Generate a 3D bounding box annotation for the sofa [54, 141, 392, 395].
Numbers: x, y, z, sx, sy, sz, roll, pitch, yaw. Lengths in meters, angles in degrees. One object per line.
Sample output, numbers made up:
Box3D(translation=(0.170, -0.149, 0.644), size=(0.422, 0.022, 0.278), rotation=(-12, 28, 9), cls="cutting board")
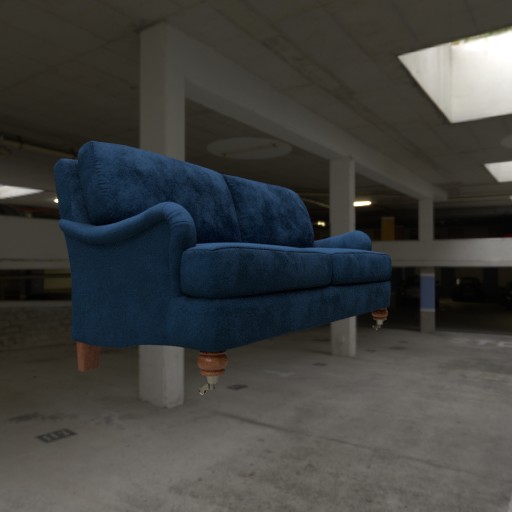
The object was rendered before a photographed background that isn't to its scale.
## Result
Box3D(translation=(0.000, 0.000, 2.751), size=(1.084, 1.101, 2.141), rotation=(0, -1, 34), cls="sofa")
